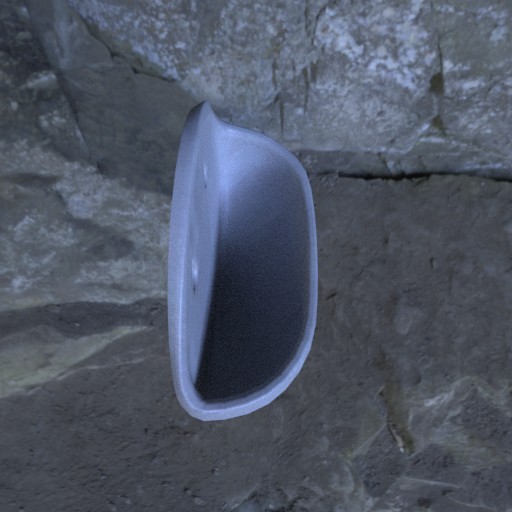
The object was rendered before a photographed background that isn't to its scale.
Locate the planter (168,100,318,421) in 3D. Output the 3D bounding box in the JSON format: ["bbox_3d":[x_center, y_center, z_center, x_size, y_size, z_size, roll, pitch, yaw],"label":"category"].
[{"bbox_3d":[0.000,0.000,0.269,0.073,0.164,0.190,1,63,1],"label":"planter"}]
